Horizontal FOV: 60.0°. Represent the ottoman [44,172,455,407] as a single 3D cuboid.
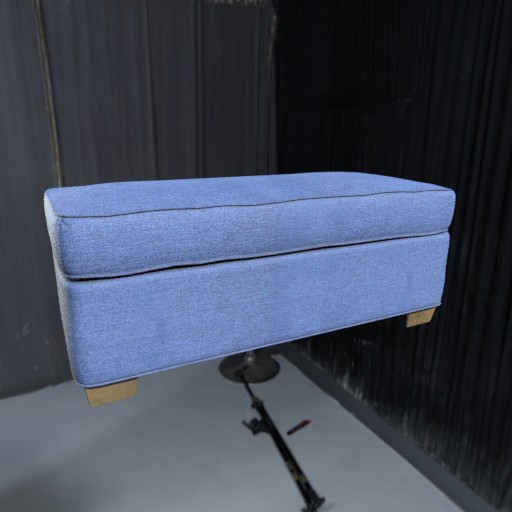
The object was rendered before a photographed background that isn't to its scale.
[{"bbox_3d":[0.000,0.000,1.336,1.110,0.460,0.515,-8,18,-25],"label":"ottoman"}]
